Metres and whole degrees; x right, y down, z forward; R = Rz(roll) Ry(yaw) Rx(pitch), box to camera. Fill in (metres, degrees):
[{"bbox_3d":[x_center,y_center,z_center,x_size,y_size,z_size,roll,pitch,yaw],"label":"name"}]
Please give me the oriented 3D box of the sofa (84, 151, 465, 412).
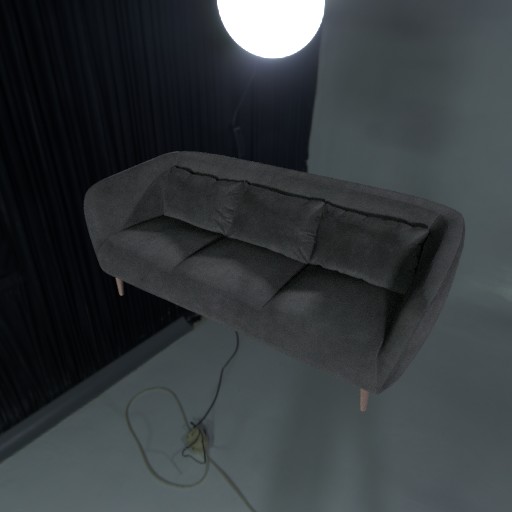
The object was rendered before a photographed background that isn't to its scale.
[{"bbox_3d":[0.000,0.000,2.753,2.296,0.875,0.956,19,34,30],"label":"sofa"}]
